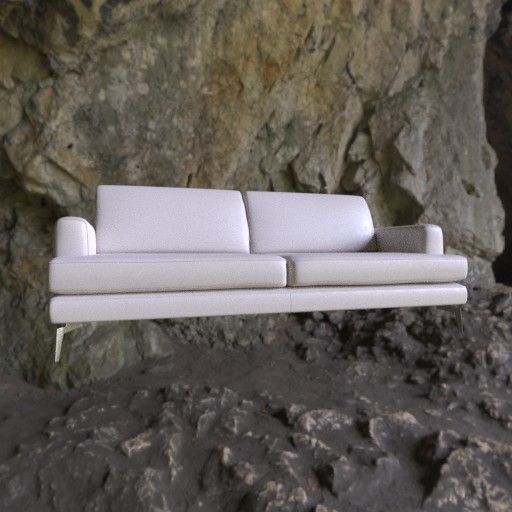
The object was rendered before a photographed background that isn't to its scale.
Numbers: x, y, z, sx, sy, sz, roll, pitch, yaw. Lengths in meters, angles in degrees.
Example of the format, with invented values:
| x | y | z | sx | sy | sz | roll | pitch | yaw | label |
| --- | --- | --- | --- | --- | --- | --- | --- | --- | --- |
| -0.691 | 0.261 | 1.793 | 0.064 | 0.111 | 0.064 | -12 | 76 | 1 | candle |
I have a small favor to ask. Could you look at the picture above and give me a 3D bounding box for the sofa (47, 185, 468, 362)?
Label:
| x | y | z | sx | sy | sz | roll | pitch | yaw | label |
| --- | --- | --- | --- | --- | --- | --- | --- | --- | --- |
| 0.000 | 0.000 | 2.371 | 1.940 | 0.765 | 0.974 | 0 | 1 | -18 | sofa |
